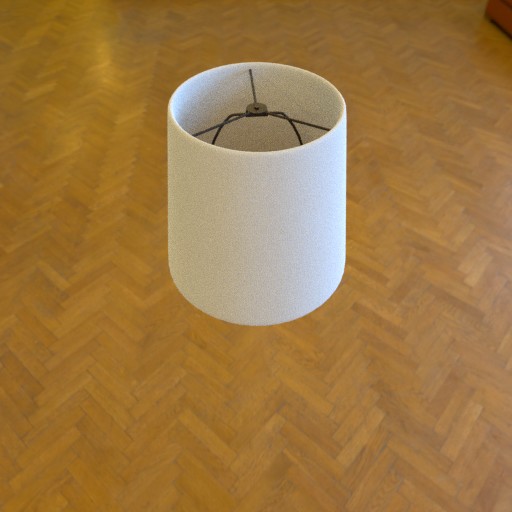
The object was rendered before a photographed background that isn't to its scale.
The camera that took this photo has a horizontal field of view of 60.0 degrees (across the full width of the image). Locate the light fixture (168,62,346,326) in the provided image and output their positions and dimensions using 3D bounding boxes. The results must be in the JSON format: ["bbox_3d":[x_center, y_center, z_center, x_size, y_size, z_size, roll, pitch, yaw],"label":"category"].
[{"bbox_3d":[0.000,0.000,0.442,0.168,0.337,0.188,-4,47,-3],"label":"light fixture"}]
